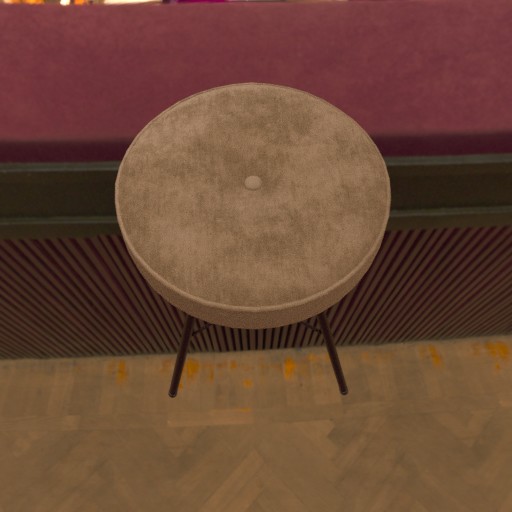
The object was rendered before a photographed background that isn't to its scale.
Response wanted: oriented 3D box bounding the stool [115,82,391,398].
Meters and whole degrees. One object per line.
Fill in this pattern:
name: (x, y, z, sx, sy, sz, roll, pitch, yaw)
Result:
stool: (0.000, 0.000, 0.885, 0.423, 0.538, 0.457, -1, 63, 0)
